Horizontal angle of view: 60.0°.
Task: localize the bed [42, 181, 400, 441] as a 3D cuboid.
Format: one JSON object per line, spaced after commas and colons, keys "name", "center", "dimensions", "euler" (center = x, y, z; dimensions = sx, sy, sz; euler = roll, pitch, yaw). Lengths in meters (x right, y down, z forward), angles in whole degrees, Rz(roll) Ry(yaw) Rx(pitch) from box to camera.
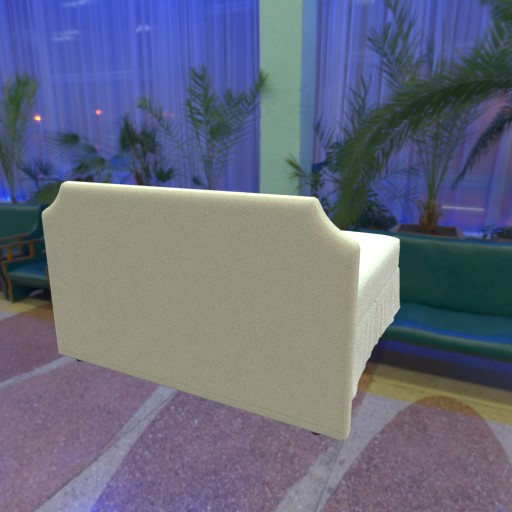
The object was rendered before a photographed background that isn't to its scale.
{"name": "bed", "center": [0.000, 0.000, 3.557], "dimensions": [2.160, 1.301, 2.204], "euler": [8, 17, 26]}
